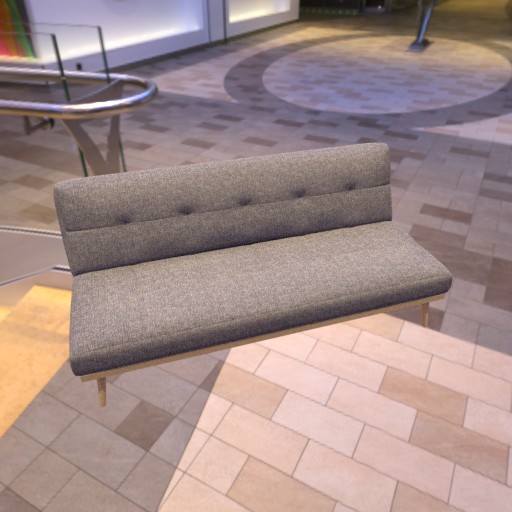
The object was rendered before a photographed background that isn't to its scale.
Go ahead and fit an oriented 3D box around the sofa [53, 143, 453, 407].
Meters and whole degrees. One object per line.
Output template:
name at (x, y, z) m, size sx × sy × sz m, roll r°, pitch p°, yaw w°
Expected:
sofa at (0.000, 0.000, 2.253) m, size 1.820 × 0.770 × 0.820 m, roll -10°, pitch 36°, yaw -14°
